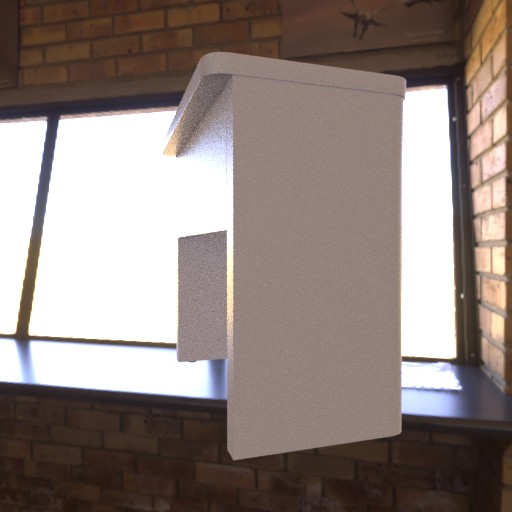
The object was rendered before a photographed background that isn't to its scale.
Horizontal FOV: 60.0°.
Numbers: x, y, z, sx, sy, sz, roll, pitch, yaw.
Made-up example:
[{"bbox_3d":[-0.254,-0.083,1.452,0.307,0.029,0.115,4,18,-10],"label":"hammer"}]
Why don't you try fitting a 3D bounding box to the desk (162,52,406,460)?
[{"bbox_3d":[0.000,0.000,1.246,0.446,0.760,0.790,0,1,-18],"label":"desk"}]
